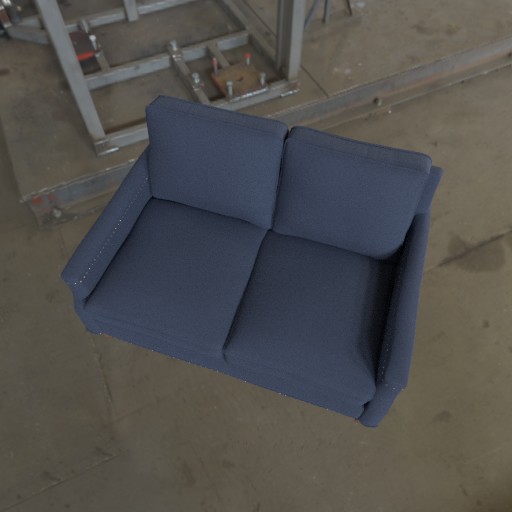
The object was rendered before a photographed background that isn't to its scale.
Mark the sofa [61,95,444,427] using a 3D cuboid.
[{"bbox_3d":[0.000,0.000,2.228,1.597,1.003,1.084,16,59,10],"label":"sofa"}]
